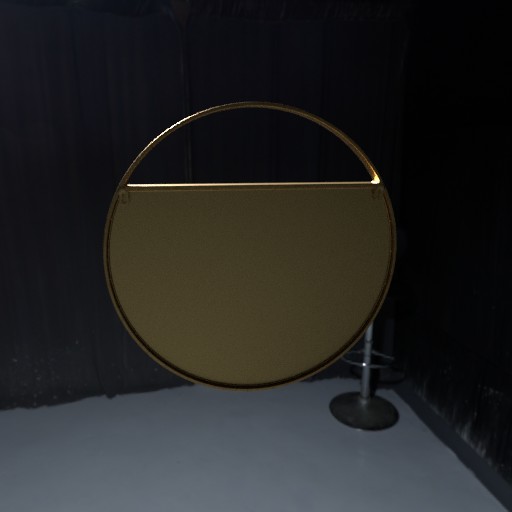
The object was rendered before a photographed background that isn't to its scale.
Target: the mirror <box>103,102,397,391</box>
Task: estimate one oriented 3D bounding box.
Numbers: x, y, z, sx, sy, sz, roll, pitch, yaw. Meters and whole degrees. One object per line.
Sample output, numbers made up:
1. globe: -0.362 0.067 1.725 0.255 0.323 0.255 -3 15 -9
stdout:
1. mirror: 0.000 0.000 0.861 0.565 0.565 0.032 -2 14 -9
